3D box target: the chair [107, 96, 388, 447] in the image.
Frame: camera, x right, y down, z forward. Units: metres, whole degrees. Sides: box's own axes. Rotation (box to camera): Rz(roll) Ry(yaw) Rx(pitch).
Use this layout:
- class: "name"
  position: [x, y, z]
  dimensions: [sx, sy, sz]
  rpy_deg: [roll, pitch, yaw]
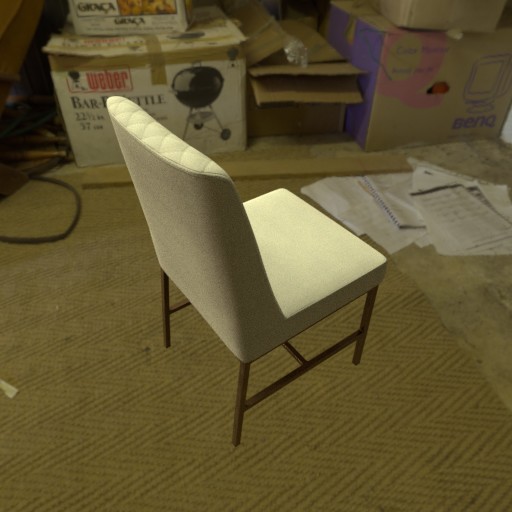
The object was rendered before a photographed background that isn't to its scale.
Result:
- class: "chair"
  position: [0.000, 0.000, 1.290]
  dimensions: [0.597, 0.933, 0.503]
  rpy_deg: [-24, 45, -27]
